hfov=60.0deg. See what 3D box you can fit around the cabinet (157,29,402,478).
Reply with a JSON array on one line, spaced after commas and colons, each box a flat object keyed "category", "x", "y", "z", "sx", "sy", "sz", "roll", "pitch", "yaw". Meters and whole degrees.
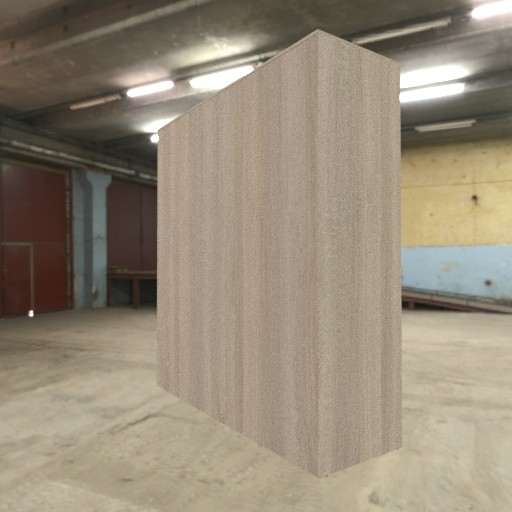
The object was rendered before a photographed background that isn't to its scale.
[{"category": "cabinet", "x": 0.000, "y": 0.000, "z": 2.967, "sx": 0.620, "sy": 2.060, "sz": 1.870, "roll": 1, "pitch": -1, "yaw": -35}]
